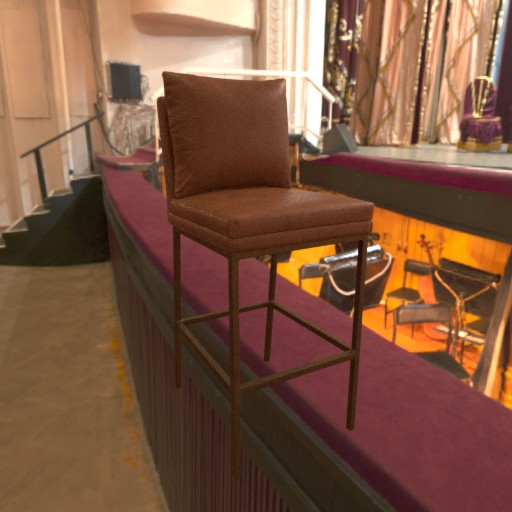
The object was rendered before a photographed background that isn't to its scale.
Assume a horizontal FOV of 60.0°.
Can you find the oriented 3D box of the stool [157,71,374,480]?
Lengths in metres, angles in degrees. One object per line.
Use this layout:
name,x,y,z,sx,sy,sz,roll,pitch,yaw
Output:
stool,0.000,0.000,1.433,0.463,1.124,0.571,-9,19,-28
